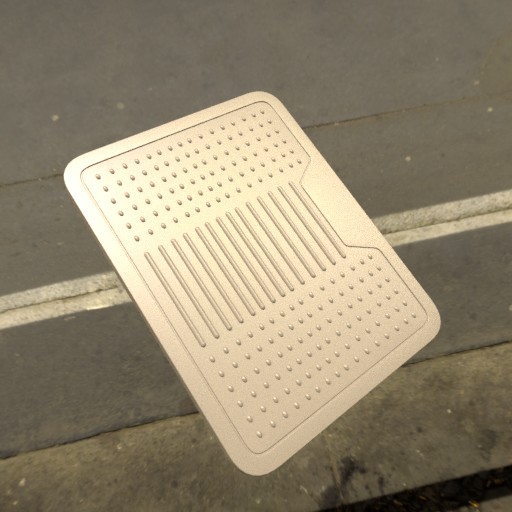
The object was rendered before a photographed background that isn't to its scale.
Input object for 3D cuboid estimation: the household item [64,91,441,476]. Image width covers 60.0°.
[{"bbox_3d":[0.000,0.000,0.524,0.301,0.126,0.390,-33,79,-7],"label":"household item"}]
